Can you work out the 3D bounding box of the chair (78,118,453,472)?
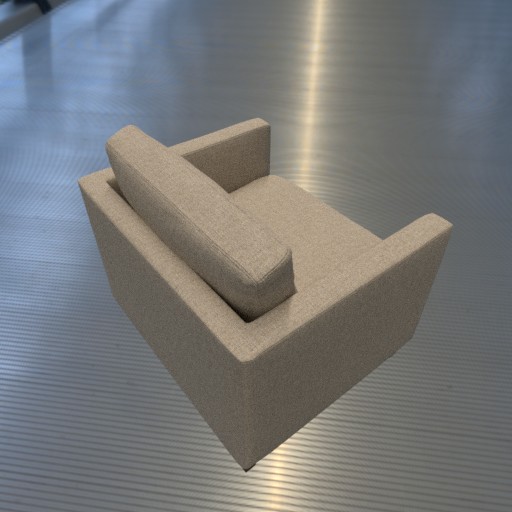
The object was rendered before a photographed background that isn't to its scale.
[{"bbox_3d":[0.000,0.000,1.799,0.959,0.961,1.107,-28,49,-28],"label":"chair"}]
